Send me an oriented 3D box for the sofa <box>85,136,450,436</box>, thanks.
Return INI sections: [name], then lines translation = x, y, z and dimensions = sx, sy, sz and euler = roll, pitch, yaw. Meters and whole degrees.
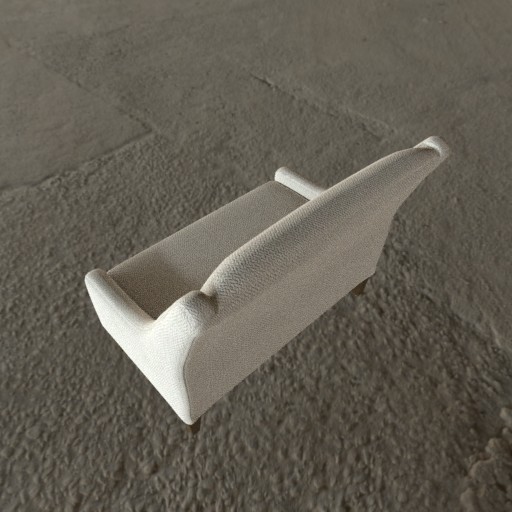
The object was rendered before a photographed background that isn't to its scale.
[sofa]
translation = 0.000, 0.000, 1.928
dimensions = 1.242, 1.022, 0.870
euler = -33, 53, -29
